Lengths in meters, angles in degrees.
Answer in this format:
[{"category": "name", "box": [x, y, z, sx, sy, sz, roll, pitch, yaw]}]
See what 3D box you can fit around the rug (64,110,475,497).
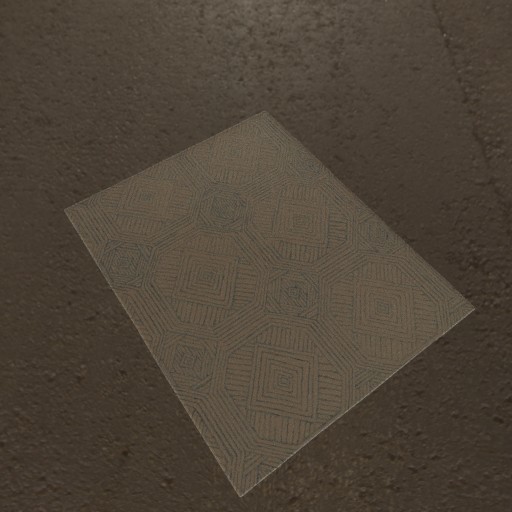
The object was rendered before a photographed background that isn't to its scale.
[{"category": "rug", "box": [0.000, 0.000, 4.076, 2.457, 0.015, 3.049, -31, 64, -18]}]
